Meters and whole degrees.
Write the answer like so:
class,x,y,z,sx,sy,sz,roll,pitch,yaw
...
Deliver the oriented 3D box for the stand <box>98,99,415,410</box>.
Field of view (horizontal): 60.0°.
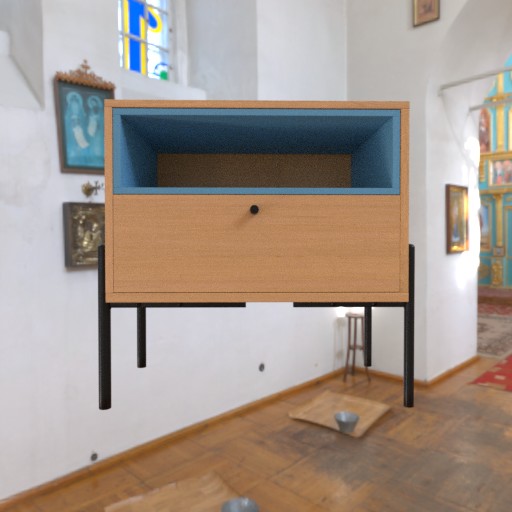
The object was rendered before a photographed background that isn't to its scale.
class,x,y,z,sx,sy,sz,roll,pitch,yaw
stand,0.000,0.000,1.023,0.630,0.600,0.400,0,1,-1
